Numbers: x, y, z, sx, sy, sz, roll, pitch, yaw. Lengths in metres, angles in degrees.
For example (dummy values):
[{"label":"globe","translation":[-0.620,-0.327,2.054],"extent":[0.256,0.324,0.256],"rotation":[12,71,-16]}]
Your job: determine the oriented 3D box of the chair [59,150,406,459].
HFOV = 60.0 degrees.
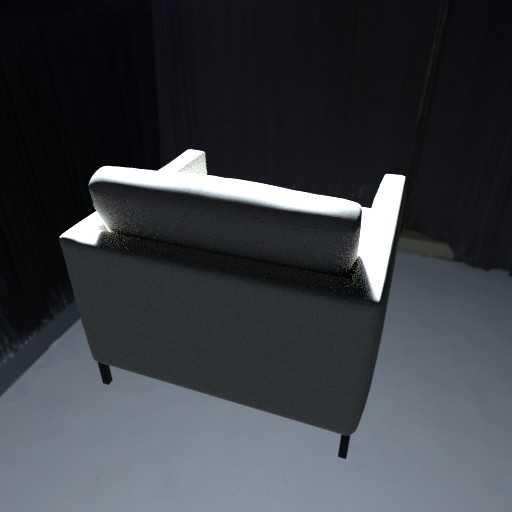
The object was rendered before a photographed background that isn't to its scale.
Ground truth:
[{"label":"chair","translation":[0.000,0.000,1.624],"extent":[0.964,0.806,0.875],"rotation":[11,33,17]}]
